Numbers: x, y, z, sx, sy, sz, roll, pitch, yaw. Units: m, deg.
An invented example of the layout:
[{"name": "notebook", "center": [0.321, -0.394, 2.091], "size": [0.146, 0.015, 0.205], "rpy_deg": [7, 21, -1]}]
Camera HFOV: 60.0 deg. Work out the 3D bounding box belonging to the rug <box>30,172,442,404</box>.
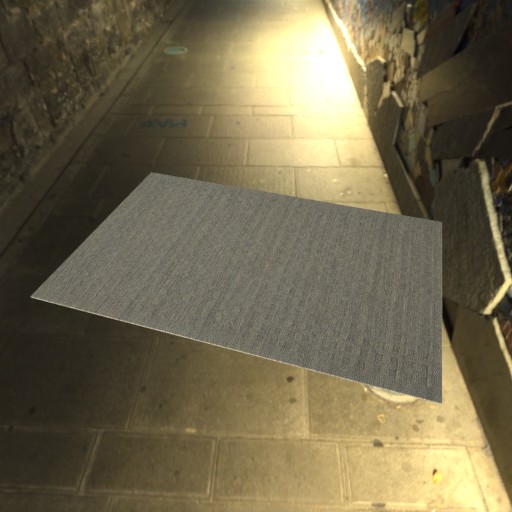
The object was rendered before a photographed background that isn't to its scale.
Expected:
[{"name": "rug", "center": [0.000, 0.000, 2.193], "size": [1.752, 0.006, 1.142], "rpy_deg": [12, 42, 13]}]
